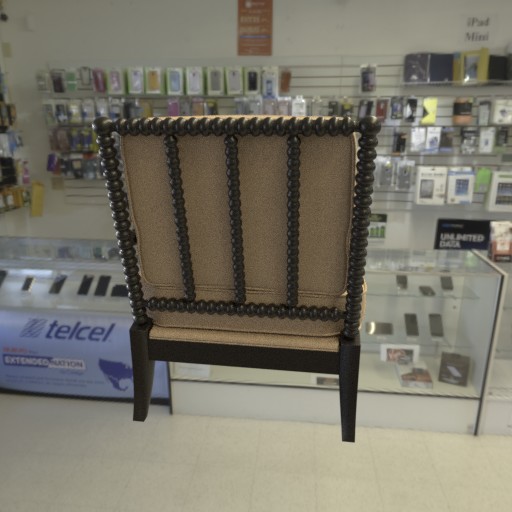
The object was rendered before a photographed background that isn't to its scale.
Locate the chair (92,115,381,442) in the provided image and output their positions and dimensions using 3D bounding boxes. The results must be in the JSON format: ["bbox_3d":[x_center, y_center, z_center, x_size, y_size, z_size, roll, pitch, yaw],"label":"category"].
[{"bbox_3d":[0.000,0.000,1.178,0.555,0.703,0.657,2,16,8],"label":"chair"}]
